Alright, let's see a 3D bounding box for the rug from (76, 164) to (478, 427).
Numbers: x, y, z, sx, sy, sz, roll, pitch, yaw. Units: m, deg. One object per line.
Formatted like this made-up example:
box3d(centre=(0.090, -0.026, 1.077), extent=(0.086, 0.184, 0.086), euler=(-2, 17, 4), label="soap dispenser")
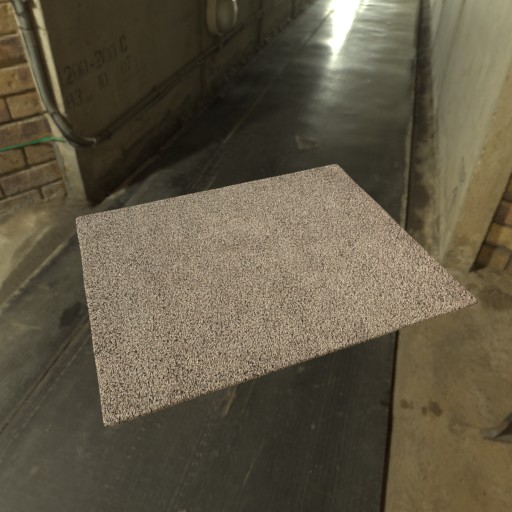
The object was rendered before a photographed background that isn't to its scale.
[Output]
box3d(centre=(0.000, 0.000, 4.129), extent=(3.047, 0.029, 2.438), euler=(-14, 43, -16), label="rug")
